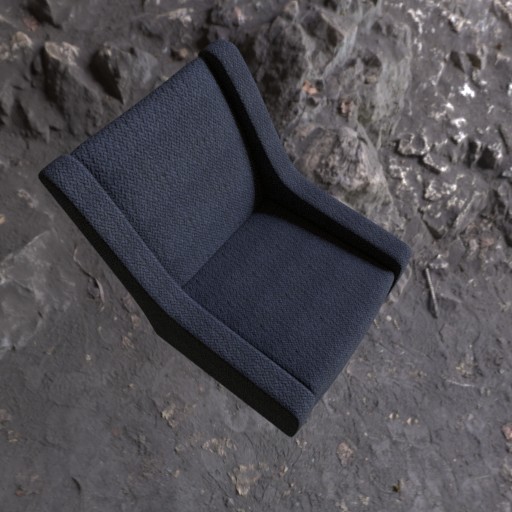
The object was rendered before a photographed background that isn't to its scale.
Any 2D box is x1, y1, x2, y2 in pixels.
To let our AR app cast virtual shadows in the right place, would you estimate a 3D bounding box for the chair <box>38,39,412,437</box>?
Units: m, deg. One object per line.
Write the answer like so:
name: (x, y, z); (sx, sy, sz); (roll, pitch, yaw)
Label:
chair: (0.000, 0.000, 1.645); (0.944, 1.012, 0.793); (33, 64, 18)
